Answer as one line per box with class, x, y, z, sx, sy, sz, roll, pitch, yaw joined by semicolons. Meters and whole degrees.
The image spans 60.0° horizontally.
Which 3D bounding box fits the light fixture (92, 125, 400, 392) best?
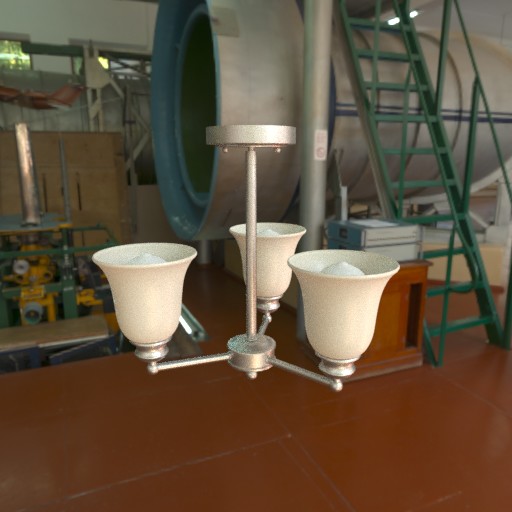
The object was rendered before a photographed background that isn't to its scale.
light fixture;0.000;0.000;0.672;0.388;0.370;0.354;2;13;10
